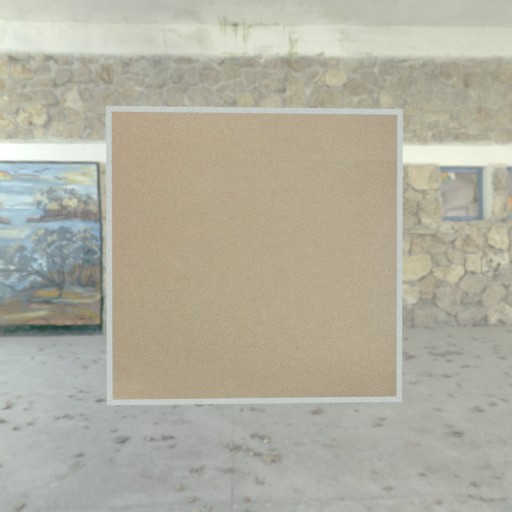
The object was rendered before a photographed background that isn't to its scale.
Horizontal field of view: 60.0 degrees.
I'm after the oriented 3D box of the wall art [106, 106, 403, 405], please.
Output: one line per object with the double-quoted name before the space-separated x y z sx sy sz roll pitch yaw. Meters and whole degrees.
"wall art" 0.000 0.000 1.218 0.809 0.809 0.012 0 1 -2
